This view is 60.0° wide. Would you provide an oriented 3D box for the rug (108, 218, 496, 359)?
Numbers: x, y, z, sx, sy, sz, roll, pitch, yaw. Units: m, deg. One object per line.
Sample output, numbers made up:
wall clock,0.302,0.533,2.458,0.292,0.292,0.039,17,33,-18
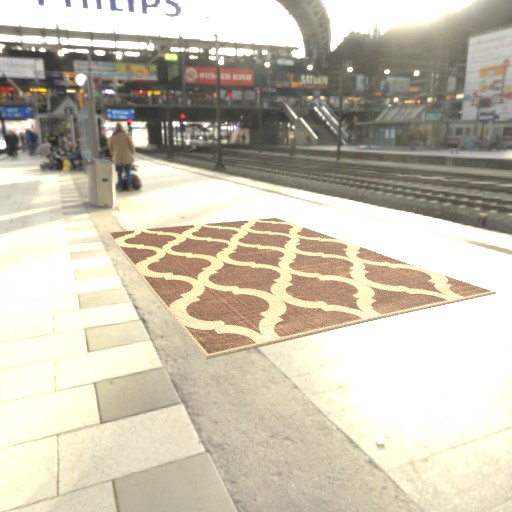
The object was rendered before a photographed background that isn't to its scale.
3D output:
rug,0.000,0.000,2.851,1.526,0.014,2.290,-7,17,-25
